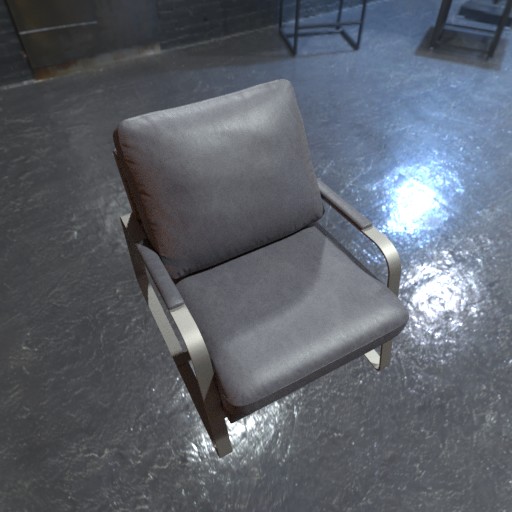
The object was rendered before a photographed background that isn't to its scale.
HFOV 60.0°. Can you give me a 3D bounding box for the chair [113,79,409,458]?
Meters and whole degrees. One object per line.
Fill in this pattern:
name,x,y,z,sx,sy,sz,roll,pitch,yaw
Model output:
chair,0.000,0.000,1.465,0.692,0.839,0.878,-22,51,-19
